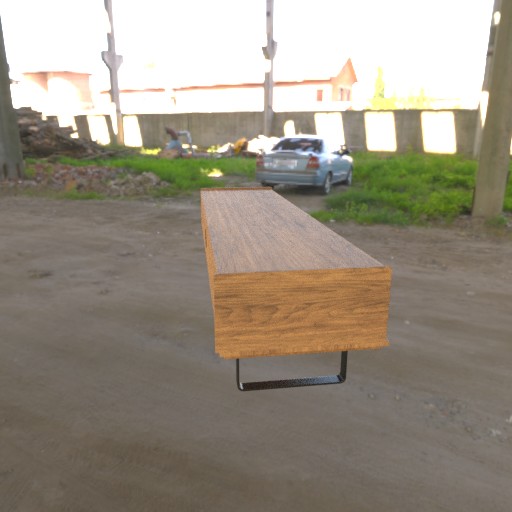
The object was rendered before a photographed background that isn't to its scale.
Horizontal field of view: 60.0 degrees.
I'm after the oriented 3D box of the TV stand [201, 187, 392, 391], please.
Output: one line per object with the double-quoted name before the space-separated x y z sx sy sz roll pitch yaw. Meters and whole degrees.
"TV stand" 0.000 0.000 2.015 0.467 0.415 1.796 -2 15 -8
